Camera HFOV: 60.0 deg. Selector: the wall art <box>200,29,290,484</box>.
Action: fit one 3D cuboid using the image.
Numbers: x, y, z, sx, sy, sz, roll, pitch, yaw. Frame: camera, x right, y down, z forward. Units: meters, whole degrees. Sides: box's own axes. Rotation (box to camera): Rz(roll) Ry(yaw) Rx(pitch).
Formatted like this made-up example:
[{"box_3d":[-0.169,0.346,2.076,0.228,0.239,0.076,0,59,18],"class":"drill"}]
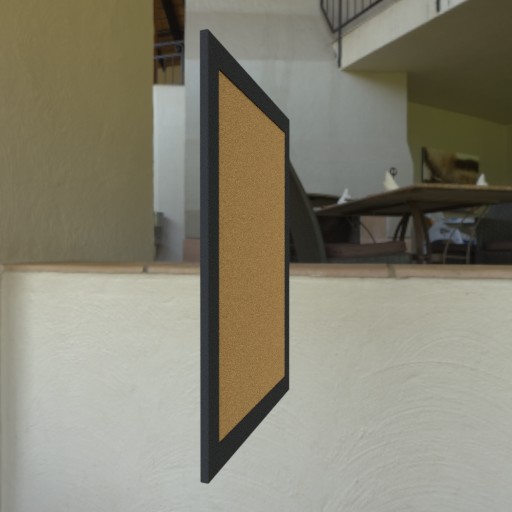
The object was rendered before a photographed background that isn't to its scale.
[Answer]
[{"box_3d":[0.000,0.000,0.693,0.012,0.529,0.374,0,1,19],"class":"wall art"}]
